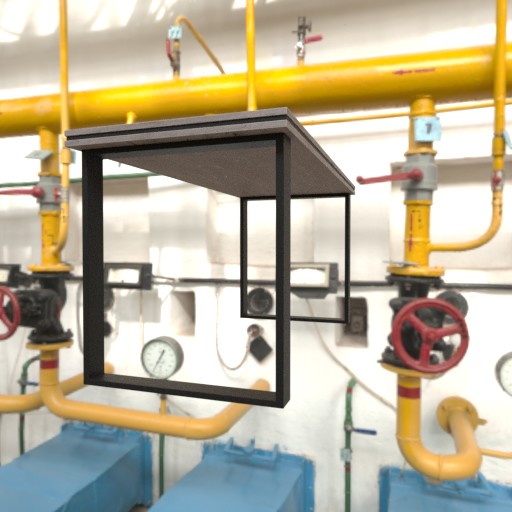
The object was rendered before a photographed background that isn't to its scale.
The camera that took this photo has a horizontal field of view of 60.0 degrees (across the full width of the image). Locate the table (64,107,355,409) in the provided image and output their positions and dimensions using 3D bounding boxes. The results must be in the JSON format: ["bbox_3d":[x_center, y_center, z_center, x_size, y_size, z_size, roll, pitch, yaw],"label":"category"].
[{"bbox_3d":[0.000,0.000,2.255,0.795,0.899,1.778,0,1,19],"label":"table"}]
